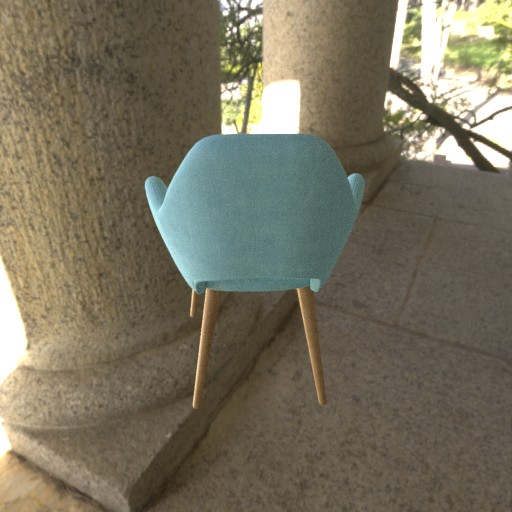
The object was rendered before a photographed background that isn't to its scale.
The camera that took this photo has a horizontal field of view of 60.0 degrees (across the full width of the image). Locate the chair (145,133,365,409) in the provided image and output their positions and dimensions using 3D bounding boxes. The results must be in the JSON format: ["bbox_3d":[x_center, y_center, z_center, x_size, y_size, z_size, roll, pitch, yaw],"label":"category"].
[{"bbox_3d":[0.000,0.000,1.265,0.590,0.840,0.610,-1,30,-2],"label":"chair"}]
